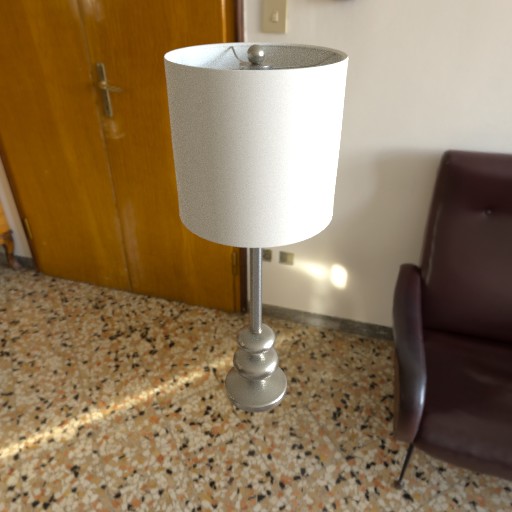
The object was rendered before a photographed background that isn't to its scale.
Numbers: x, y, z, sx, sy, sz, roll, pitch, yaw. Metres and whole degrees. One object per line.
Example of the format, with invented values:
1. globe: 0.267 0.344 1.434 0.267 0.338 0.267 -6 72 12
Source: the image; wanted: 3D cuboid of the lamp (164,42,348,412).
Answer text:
1. lamp: 0.000 0.000 0.795 0.254 0.690 0.254 -10 34 -16
